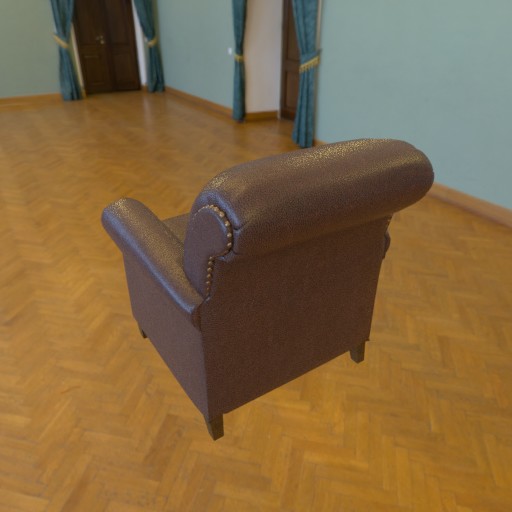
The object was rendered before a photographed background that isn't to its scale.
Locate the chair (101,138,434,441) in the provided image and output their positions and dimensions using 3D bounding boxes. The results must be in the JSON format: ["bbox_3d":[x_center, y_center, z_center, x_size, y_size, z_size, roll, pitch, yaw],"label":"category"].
[{"bbox_3d":[0.000,0.000,1.592,0.854,0.927,0.890,-18,35,-29],"label":"chair"}]
